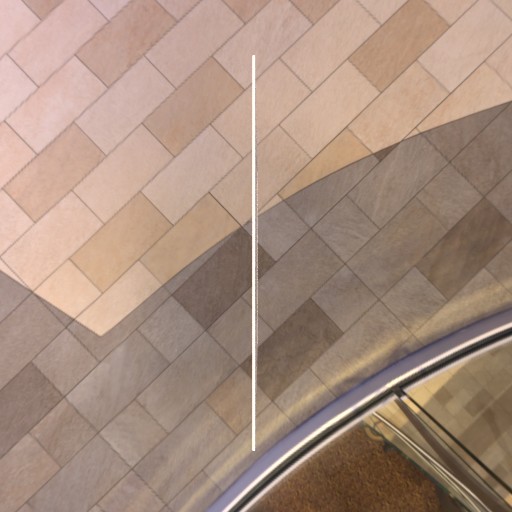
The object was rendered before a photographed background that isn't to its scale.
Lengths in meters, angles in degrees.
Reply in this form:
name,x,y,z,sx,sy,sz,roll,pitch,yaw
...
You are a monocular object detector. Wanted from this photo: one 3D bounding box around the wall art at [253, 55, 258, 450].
name,x,y,z,sx,sy,sz,roll,pitch,yaw
wall art,0.000,0.000,0.818,0.003,0.610,0.457,0,89,0
